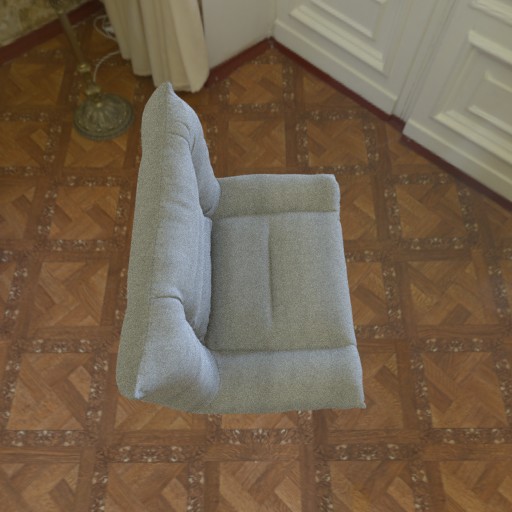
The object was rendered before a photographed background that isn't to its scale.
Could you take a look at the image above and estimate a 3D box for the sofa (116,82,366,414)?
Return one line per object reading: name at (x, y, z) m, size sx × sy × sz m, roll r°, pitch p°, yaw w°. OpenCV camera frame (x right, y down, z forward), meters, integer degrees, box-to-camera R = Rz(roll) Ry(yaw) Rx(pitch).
sofa at (0.000, 0.000, 1.718) m, size 0.847 × 0.795 × 1.144 m, roll -2°, pitch 65°, yaw -1°
